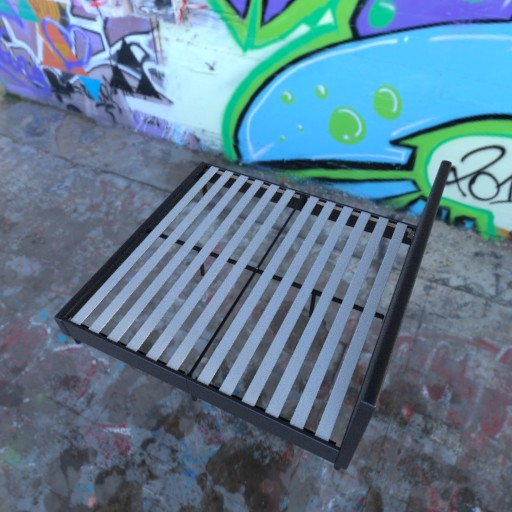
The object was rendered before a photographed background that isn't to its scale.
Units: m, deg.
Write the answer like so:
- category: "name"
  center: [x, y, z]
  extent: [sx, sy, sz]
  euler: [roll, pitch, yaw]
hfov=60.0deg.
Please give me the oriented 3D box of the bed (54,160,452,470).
- category: "bed"
  center: [0.000, 0.000, 3.258]
  extent: [2.152, 1.046, 2.018]
  euler: [20, 51, 17]
